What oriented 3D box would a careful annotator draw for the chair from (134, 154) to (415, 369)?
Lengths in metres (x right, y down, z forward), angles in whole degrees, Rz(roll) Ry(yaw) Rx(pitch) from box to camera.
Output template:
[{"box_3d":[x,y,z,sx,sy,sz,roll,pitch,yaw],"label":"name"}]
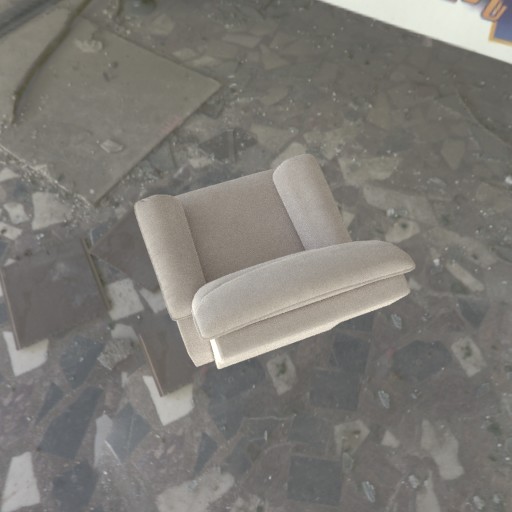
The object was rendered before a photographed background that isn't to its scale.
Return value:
[{"box_3d":[0.000,0.000,1.800,0.820,1.039,1.001,-18,61,-10],"label":"chair"}]
